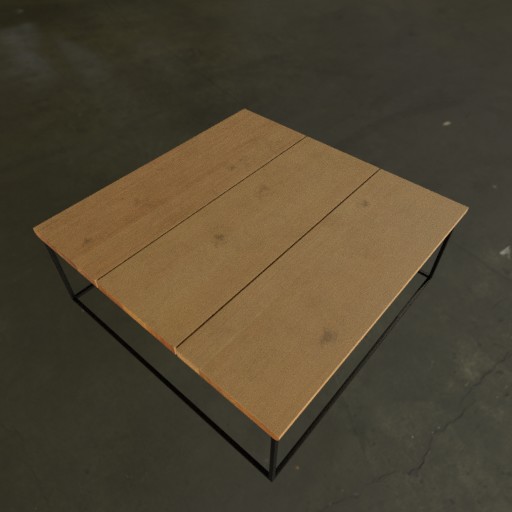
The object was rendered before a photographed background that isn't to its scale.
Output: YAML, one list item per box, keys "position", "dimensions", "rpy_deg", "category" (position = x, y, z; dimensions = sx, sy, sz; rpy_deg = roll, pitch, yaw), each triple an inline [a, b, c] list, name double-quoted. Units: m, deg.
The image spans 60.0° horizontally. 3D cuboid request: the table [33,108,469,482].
- position: [0.000, 0.000, 1.724]
  dimensions: [1.100, 0.400, 1.100]
  rpy_deg: [32, 55, 27]
  category: "table"
